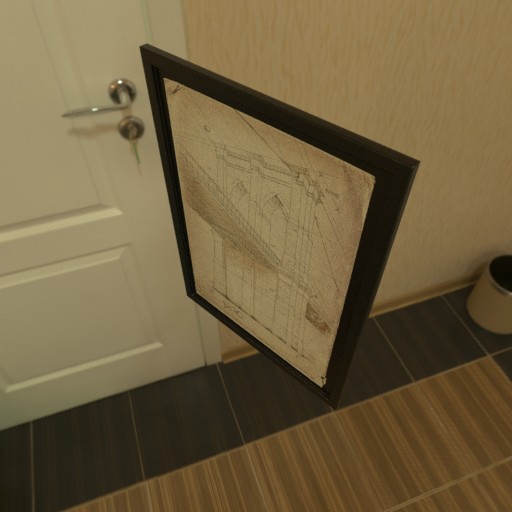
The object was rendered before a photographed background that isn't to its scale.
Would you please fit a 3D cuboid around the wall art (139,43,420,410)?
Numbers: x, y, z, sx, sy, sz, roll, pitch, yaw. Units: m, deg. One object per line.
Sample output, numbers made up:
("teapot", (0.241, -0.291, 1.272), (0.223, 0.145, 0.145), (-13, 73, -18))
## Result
("wall art", (0.000, 0.000, 0.846), (0.480, 0.657, 0.016), (33, 56, 26))
